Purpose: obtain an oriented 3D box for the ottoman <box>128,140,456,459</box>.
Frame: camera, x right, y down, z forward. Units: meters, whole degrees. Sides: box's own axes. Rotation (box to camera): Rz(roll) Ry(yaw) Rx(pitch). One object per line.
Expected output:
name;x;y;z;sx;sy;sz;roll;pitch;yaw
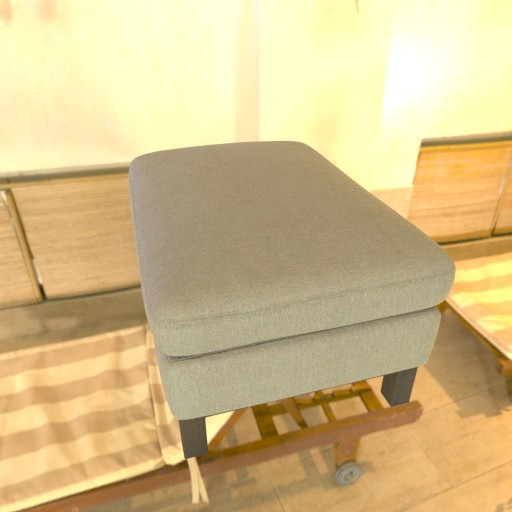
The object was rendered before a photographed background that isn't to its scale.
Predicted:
ottoman;0.000;0.000;1.036;0.528;0.404;0.735;-9;32;-14
